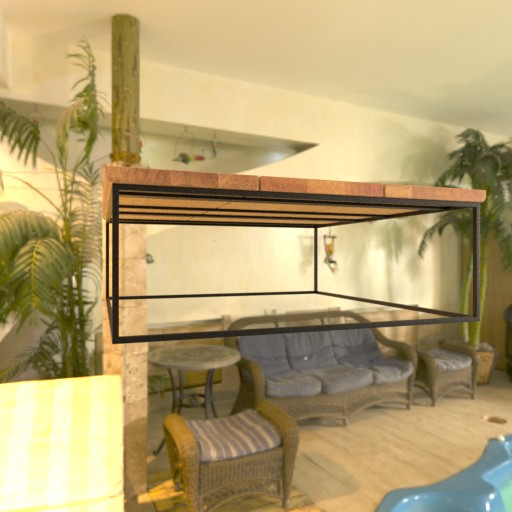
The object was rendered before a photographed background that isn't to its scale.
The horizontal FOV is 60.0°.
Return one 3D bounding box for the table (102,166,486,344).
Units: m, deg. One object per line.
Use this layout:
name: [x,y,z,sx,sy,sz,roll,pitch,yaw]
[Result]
table: [0.000,0.000,1.687,1.100,0.400,1.100,0,0,-19]
